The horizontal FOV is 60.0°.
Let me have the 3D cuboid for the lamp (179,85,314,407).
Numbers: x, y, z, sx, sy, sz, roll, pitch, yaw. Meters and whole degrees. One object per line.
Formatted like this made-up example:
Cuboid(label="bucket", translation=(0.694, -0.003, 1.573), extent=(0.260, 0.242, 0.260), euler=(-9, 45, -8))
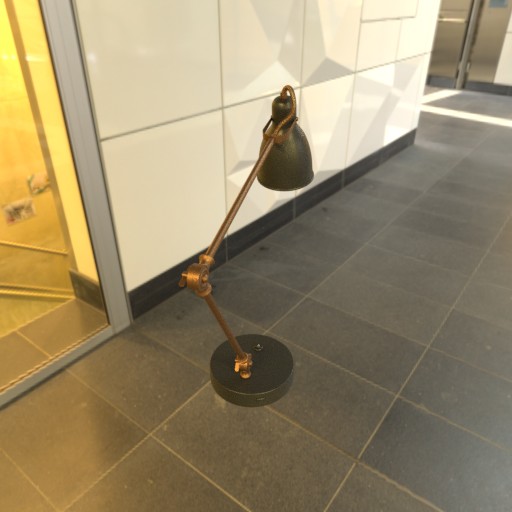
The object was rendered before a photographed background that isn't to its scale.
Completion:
Cuboid(label="lamp", translation=(0.000, 0.000, 0.874), extent=(0.187, 0.587, 0.561), euler=(9, 32, 15))
